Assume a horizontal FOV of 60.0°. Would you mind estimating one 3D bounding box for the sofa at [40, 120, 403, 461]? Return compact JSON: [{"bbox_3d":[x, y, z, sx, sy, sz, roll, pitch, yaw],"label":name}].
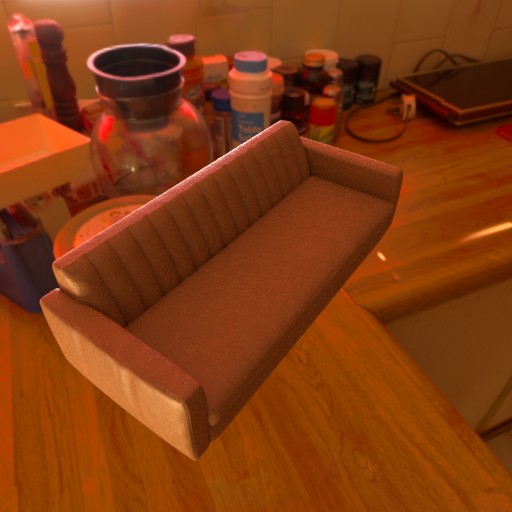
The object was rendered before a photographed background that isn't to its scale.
[{"bbox_3d":[0.000,0.000,2.749,0.990,0.821,2.291,26,47,26],"label":"sofa"}]
